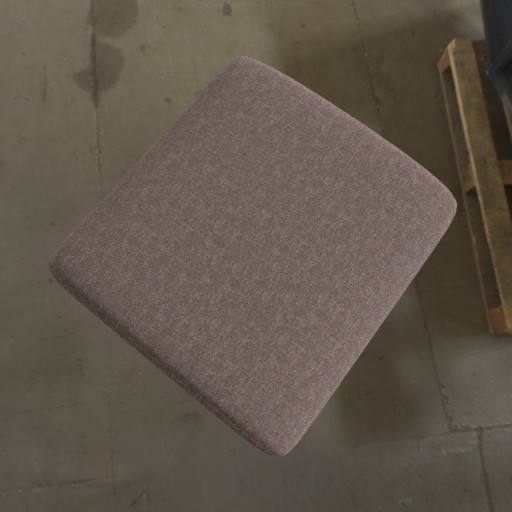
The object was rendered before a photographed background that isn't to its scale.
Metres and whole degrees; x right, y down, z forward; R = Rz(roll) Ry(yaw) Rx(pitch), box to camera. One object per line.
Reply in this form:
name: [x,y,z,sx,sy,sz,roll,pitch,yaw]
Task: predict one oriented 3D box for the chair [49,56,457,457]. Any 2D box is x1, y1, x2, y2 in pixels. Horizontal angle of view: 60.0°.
chair: [0.000,0.000,0.870,0.530,0.410,0.530,37,78,9]
